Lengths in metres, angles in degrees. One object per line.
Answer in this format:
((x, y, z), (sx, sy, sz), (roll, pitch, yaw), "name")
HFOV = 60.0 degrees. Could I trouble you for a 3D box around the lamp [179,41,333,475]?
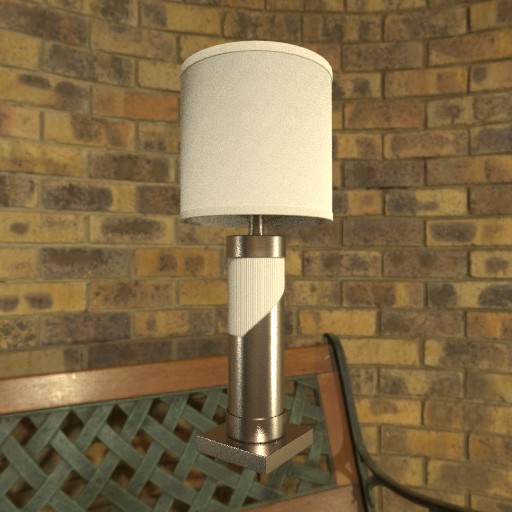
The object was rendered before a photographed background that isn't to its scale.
((0.000, 0.000, 0.592), (0.202, 0.509, 0.202), (0, -1, 36), "lamp")
